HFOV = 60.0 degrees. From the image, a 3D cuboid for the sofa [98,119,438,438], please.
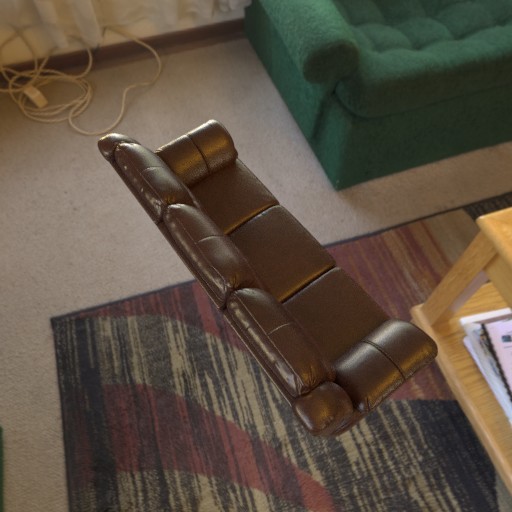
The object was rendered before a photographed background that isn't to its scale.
[{"bbox_3d":[0.000,0.000,2.915,0.991,1.043,2.337,-32,64,-18],"label":"sofa"}]
